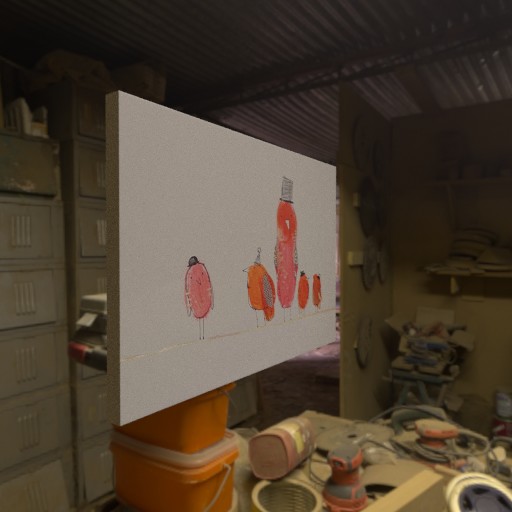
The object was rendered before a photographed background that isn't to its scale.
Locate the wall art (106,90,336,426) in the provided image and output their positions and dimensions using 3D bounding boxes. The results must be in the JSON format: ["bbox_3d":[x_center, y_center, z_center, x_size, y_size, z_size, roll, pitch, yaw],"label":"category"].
[{"bbox_3d":[0.000,0.000,1.188,0.038,0.609,0.914,1,1,35],"label":"wall art"}]
